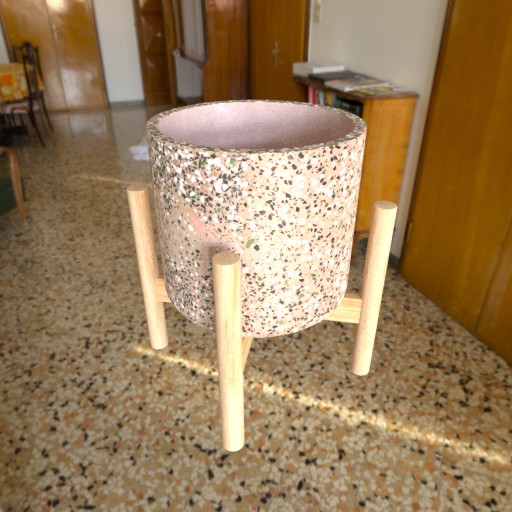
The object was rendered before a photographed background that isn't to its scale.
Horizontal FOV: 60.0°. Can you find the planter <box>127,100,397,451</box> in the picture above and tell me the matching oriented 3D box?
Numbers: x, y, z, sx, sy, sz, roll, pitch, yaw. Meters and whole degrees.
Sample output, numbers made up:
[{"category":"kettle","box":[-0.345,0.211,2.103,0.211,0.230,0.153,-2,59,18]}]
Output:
[{"category":"planter","box":[0.000,0.000,0.535,0.284,0.320,0.284,18,35,28]}]
